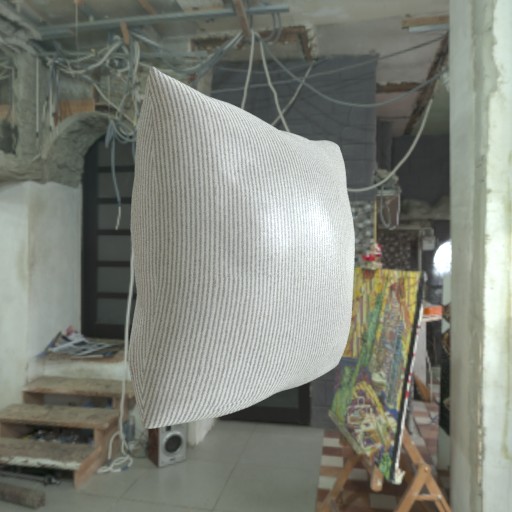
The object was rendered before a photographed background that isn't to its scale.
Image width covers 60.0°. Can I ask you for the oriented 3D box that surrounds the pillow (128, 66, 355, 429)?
[{"bbox_3d":[0.000,0.000,0.684,0.387,0.432,0.310,0,0,-19],"label":"pillow"}]
